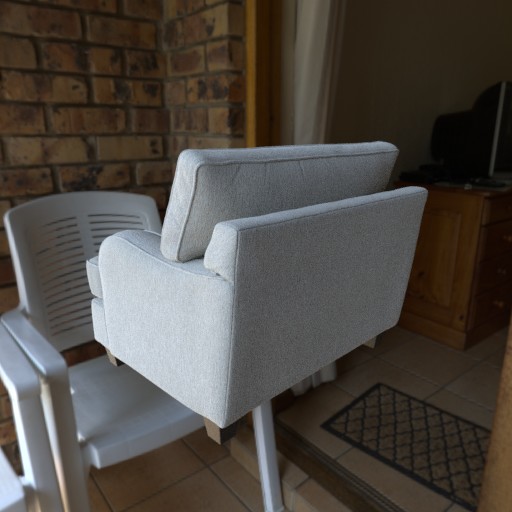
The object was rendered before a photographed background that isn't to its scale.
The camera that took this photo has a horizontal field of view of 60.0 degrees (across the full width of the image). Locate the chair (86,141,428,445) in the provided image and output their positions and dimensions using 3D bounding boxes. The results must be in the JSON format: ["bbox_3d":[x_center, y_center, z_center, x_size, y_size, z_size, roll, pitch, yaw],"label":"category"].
[{"bbox_3d":[0.000,0.000,2.045,1.220,1.016,1.041,-15,22,-42],"label":"chair"}]
